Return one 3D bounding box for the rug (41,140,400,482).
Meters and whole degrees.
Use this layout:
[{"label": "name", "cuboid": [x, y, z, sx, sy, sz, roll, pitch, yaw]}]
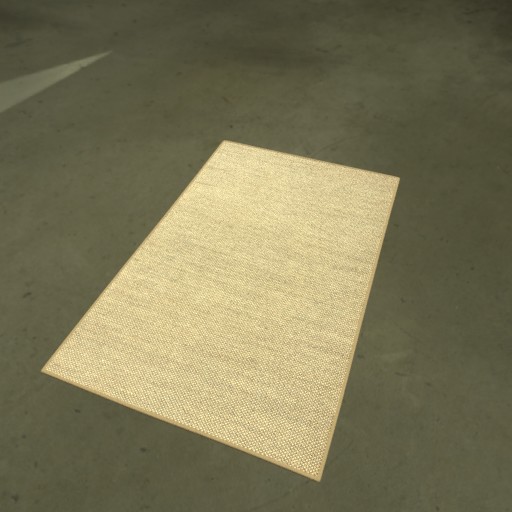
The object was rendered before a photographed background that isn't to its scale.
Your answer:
[{"label": "rug", "cuboid": [0.000, 0.000, 2.029, 1.062, 0.013, 1.667, 16, 48, 14]}]
